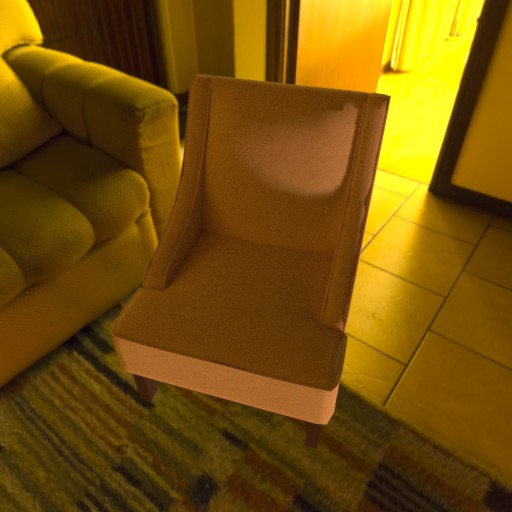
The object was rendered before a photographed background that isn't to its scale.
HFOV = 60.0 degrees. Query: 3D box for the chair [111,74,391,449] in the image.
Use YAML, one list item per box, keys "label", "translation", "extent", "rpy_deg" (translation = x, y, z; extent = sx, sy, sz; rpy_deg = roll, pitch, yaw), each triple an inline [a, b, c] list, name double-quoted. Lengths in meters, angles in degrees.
- label: "chair"
  translation: [0.000, 0.000, 1.481]
  extent: [0.689, 0.886, 0.806]
  rpy_deg: [11, 42, 12]
